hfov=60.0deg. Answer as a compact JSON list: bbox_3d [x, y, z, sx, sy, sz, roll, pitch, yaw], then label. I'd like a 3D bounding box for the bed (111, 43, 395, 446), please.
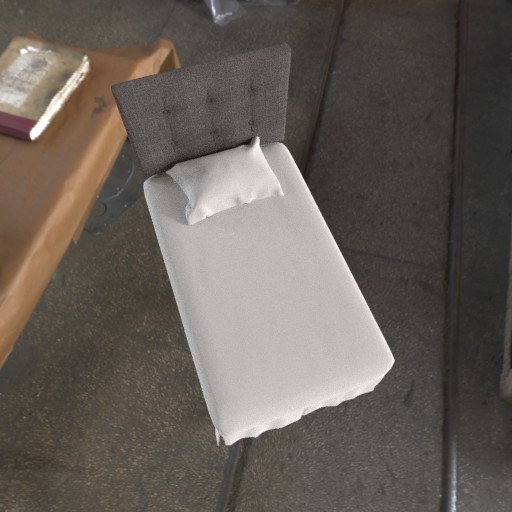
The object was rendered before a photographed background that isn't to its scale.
[{"bbox_3d":[0.000,0.000,2.969,1.261,1.571,1.997,-18,64,-9],"label":"bed"}]
